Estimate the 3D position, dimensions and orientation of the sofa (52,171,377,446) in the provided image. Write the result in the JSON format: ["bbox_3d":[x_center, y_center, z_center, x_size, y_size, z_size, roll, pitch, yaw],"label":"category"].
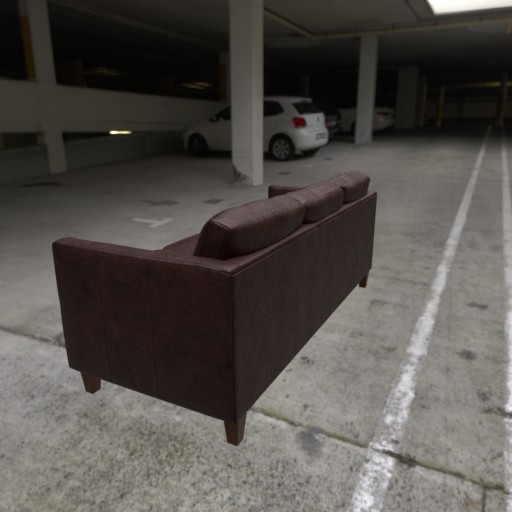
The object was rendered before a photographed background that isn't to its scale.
[{"bbox_3d":[0.000,0.000,2.979,1.045,1.006,2.464,8,18,26],"label":"sofa"}]
